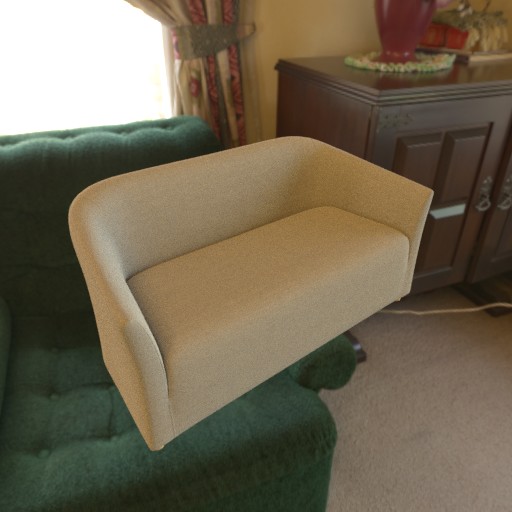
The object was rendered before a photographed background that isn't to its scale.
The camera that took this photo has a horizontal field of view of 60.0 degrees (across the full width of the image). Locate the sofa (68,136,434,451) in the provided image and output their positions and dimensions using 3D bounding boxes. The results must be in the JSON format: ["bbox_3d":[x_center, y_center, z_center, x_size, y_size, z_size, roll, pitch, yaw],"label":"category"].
[{"bbox_3d":[0.000,0.000,1.872,1.452,0.721,0.705,-22,37,-33],"label":"sofa"}]
